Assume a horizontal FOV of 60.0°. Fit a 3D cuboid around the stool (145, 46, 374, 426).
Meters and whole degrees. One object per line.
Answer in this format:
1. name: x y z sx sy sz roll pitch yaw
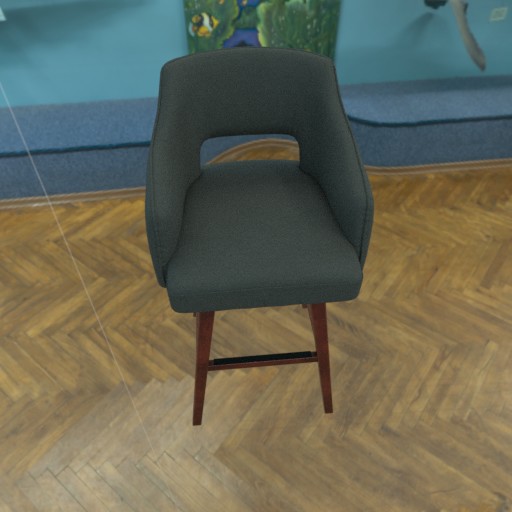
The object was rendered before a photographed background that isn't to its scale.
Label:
1. stool: 0.000 0.000 1.321 0.548 1.012 0.558 -4 45 -4
